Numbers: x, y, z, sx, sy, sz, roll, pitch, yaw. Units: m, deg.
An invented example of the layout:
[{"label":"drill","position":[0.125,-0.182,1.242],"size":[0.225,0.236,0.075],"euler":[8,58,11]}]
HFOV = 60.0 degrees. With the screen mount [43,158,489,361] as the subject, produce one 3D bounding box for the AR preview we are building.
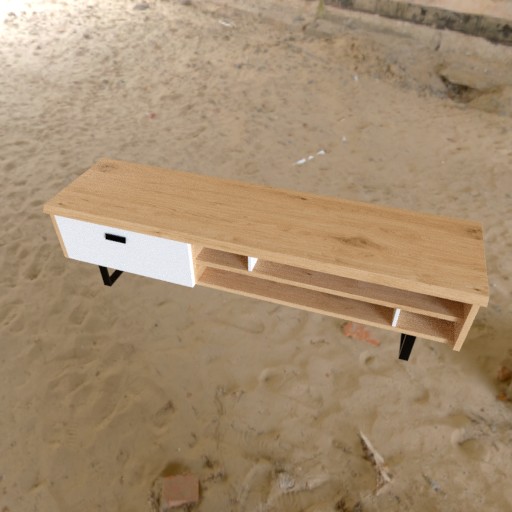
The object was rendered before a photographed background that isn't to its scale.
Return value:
[{"label":"screen mount","position":[0.000,0.000,1.903],"size":[1.700,0.430,0.450],"euler":[12,41,14]}]
